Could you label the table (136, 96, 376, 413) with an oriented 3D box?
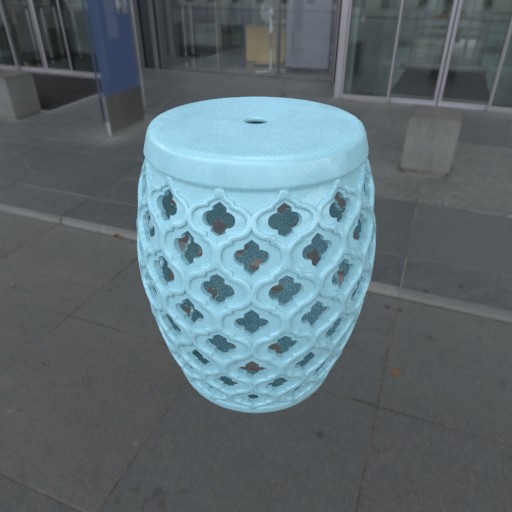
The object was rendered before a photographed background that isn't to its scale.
[{"bbox_3d":[0.000,0.000,0.638,0.325,0.388,0.325,0,33,0],"label":"table"}]
